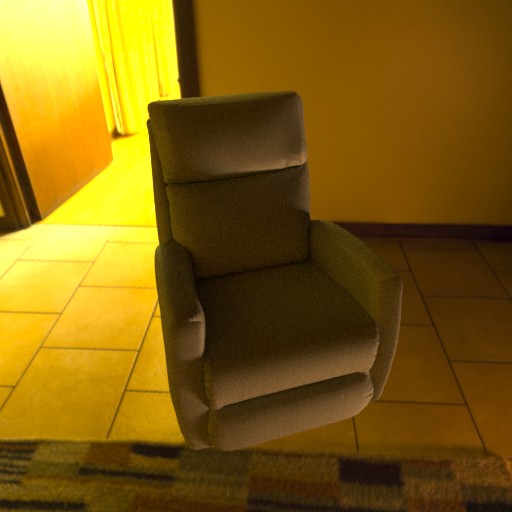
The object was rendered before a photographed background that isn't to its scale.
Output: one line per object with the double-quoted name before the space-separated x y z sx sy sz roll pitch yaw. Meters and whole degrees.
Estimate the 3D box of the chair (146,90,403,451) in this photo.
"chair" 0.000 0.000 1.670 0.794 1.016 0.940 -10 35 -14
